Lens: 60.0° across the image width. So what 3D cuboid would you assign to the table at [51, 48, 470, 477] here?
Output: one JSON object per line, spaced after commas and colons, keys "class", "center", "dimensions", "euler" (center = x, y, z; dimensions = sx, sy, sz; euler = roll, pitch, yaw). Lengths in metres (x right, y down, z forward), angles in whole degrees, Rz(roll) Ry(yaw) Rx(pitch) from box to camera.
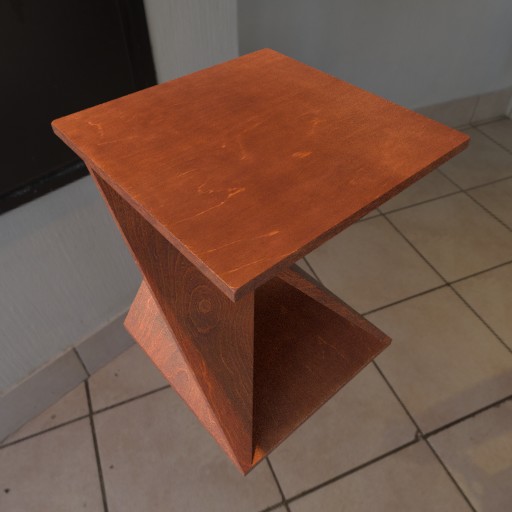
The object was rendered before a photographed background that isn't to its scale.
{"class": "table", "center": [0.000, 0.000, 0.820], "dimensions": [0.427, 0.520, 0.427], "euler": [-32, 54, -27]}
